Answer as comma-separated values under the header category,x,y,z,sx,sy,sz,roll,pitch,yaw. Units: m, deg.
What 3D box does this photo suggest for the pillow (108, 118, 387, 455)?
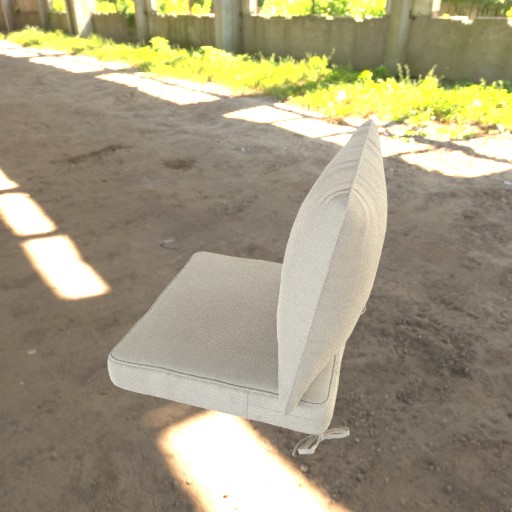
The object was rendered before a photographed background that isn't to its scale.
category,x,y,z,sx,sy,sz,roll,pitch,yaw
pillow,0.000,0.000,1.360,0.733,0.716,0.798,8,31,14
